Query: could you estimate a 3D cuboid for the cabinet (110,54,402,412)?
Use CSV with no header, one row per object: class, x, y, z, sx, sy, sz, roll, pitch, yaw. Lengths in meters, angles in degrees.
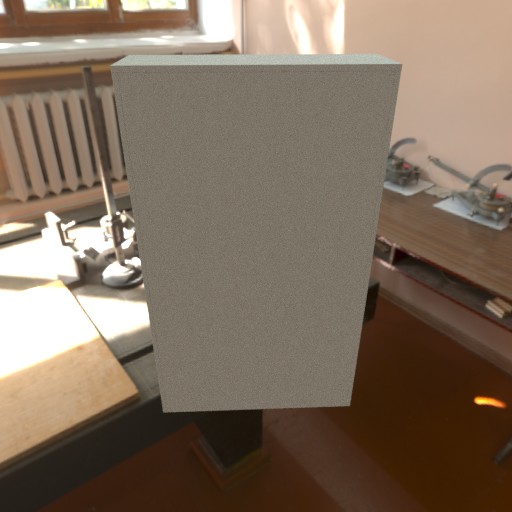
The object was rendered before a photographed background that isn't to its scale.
cabinet,0.000,0.000,1.565,0.750,1.280,0.250,-1,30,-2
